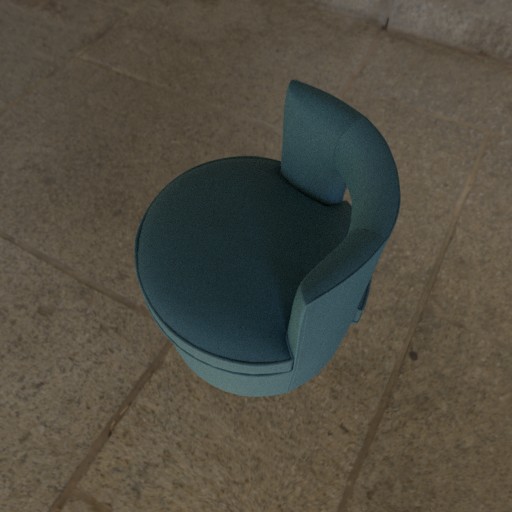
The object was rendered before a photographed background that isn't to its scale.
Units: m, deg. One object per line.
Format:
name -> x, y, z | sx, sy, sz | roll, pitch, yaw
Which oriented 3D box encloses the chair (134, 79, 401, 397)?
chair -> 0.000, 0.000, 1.270 | 0.660, 0.711, 0.684 | 0, 58, 0
